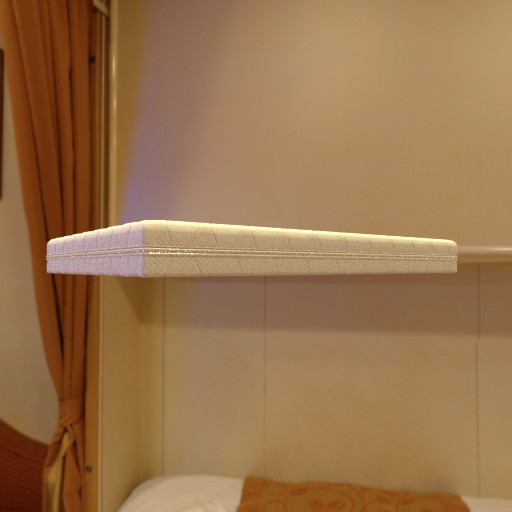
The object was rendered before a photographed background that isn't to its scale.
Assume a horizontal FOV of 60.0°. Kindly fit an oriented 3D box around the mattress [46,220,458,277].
[{"bbox_3d":[0.000,0.000,2.617,2.000,0.200,1.400,1,-2,-37],"label":"mattress"}]
